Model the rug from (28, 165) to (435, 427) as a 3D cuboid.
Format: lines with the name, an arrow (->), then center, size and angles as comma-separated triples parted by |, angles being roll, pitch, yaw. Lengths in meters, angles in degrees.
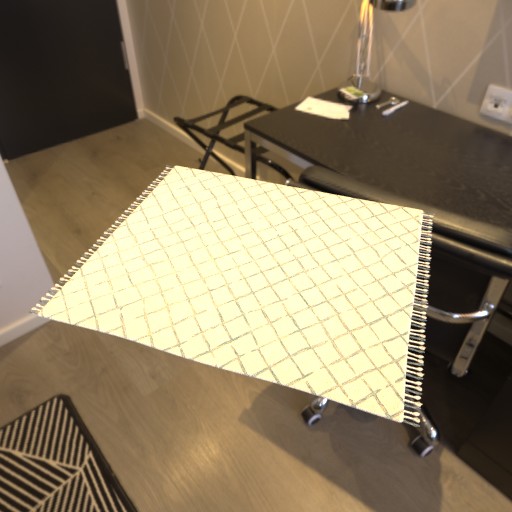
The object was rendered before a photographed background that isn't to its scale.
rug -> 0.000, 0.000, 4.761 | 3.585, 0.036, 2.892 | 13, 43, 14
